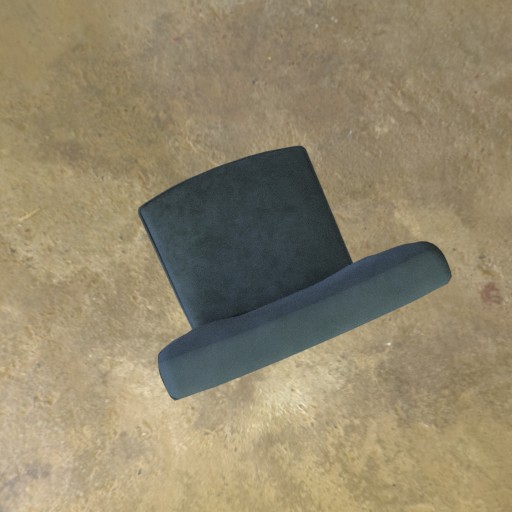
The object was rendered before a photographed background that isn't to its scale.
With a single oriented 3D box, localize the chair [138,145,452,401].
[{"bbox_3d":[0.000,0.000,1.173,0.521,0.806,0.551,-22,76,-6],"label":"chair"}]
